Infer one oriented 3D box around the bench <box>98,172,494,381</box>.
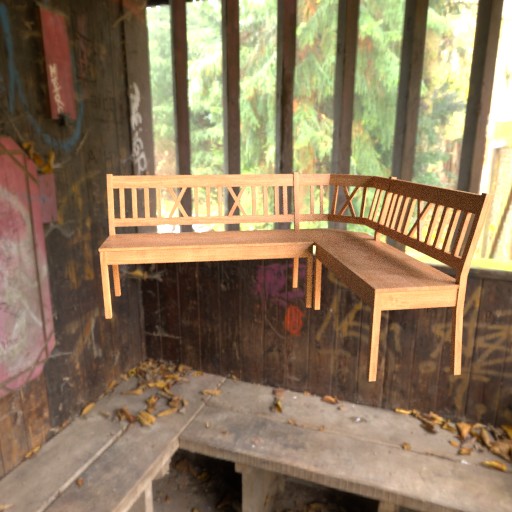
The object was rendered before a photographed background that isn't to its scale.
[{"bbox_3d":[0.000,0.000,2.708,1.937,0.902,1.537,-2,15,-8],"label":"bench"}]
